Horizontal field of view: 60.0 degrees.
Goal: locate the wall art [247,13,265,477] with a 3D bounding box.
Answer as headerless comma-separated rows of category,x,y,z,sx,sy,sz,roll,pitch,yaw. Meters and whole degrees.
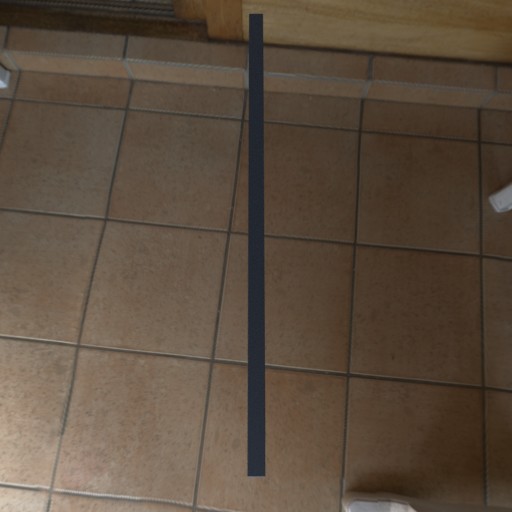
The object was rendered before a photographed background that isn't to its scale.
wall art,0.000,0.000,0.547,0.016,0.306,0.432,0,76,0
